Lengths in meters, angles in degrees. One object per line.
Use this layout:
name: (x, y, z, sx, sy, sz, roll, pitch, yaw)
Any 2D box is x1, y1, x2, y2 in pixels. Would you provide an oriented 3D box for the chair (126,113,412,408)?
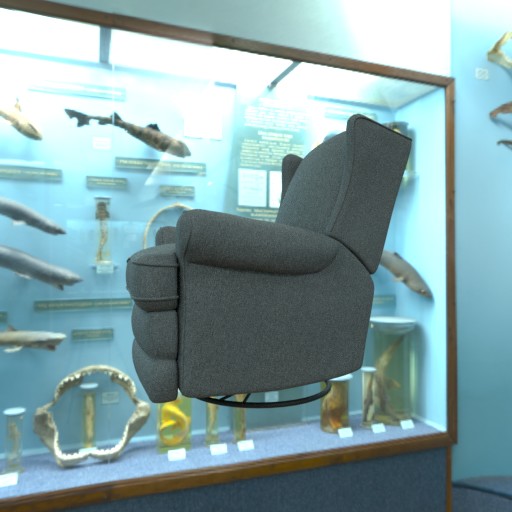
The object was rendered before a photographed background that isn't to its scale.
chair: (0.000, 0.000, 1.743, 0.969, 1.011, 0.847, 0, -1, -18)
